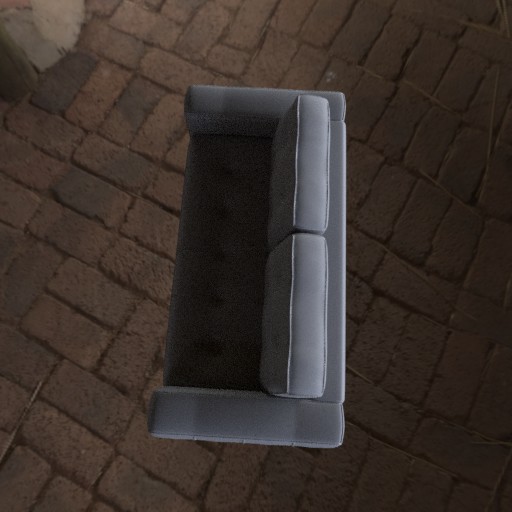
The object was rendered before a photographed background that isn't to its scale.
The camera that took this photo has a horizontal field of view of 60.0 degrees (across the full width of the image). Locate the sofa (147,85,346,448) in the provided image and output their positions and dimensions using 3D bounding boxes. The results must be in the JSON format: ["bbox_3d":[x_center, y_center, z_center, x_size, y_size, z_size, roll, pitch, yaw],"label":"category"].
[{"bbox_3d":[0.000,0.000,2.231,0.833,0.892,1.726,3,74,1],"label":"sofa"}]
